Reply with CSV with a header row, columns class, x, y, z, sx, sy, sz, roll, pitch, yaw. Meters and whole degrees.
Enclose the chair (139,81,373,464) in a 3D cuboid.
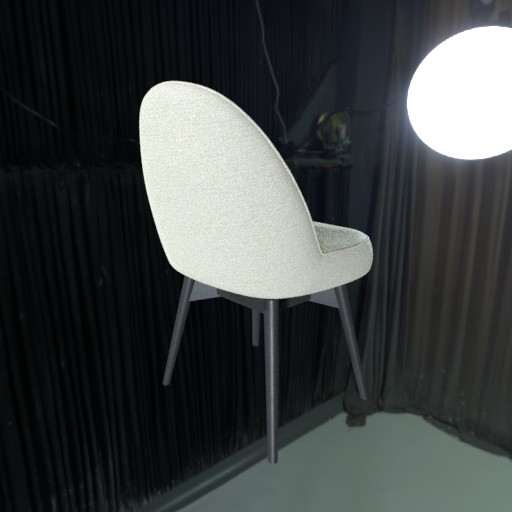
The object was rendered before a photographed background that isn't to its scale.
class,x,y,z,sx,sy,sz,roll,pitch,yaw
chair,0.000,0.000,1.186,0.540,0.838,0.532,-14,21,-41
